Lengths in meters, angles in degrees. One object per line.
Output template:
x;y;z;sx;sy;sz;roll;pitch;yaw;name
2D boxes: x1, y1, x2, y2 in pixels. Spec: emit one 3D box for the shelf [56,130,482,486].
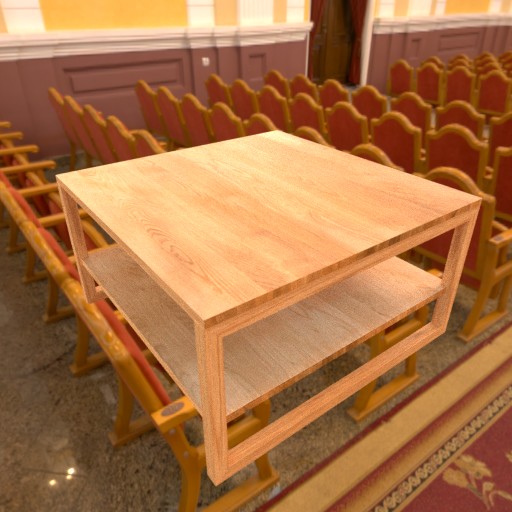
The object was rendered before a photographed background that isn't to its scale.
0.000;0.000;1.430;0.899;0.480;0.899;-21;36;-31;shelf
